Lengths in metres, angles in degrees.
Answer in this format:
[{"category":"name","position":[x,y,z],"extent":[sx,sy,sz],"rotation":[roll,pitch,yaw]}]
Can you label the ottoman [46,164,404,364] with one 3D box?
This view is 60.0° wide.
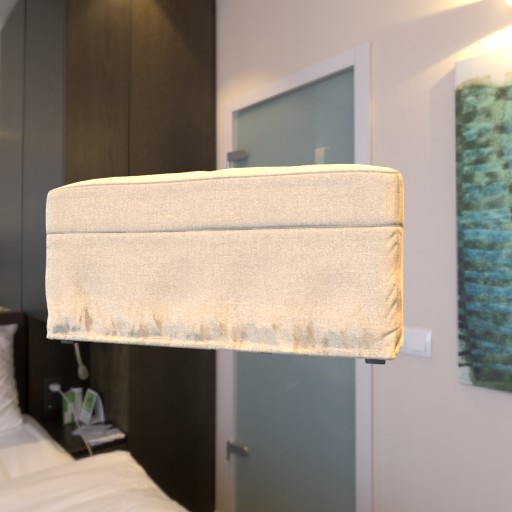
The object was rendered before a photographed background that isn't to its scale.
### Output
[{"category":"ottoman","position":[0.000,0.000,1.337],"extent":[0.843,0.436,0.840],"rotation":[0,-1,17]}]
